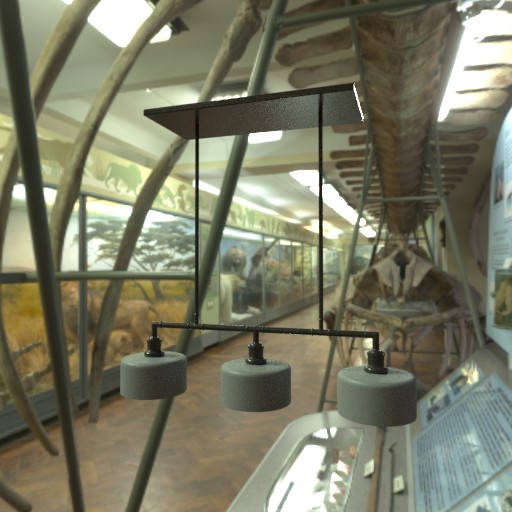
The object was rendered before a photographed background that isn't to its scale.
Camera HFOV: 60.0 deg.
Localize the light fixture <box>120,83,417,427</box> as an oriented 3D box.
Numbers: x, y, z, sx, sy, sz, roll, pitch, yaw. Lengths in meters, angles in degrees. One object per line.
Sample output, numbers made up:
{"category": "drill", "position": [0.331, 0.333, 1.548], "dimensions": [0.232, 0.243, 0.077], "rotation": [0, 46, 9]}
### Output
{"category": "light fixture", "position": [0.000, 0.000, 0.859], "dimensions": [0.582, 0.557, 0.177], "rotation": [0, -1, 18]}
